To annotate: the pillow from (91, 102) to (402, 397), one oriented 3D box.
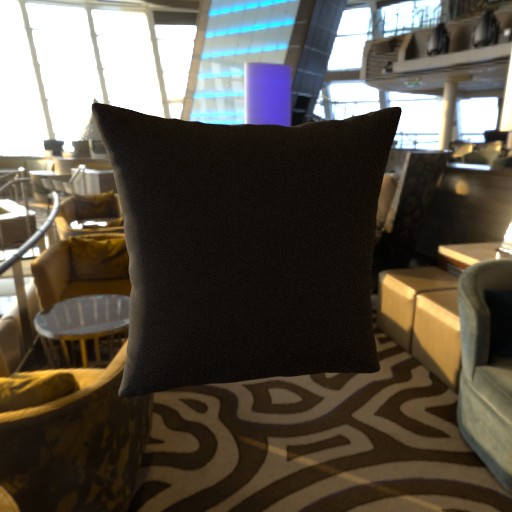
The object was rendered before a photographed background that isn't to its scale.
[{"bbox_3d":[0.000,0.000,0.785,0.511,0.509,0.161,-3,16,-10],"label":"pillow"}]
